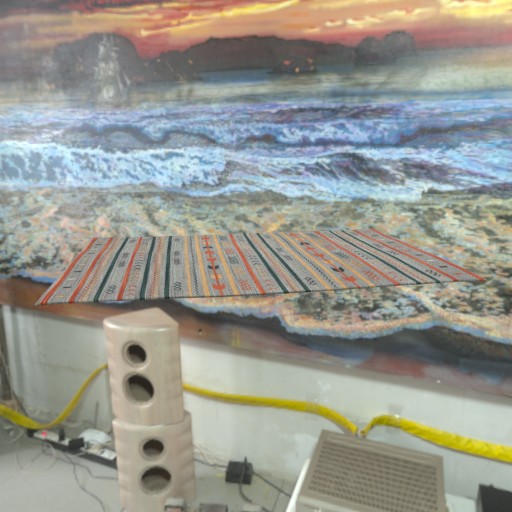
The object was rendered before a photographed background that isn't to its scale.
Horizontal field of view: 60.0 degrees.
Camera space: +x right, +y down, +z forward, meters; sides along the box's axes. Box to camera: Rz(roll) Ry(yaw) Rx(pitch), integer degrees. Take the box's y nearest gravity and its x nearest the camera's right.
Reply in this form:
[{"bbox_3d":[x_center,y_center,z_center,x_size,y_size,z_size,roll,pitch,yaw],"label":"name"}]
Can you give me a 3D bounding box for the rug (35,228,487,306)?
[{"bbox_3d":[0.000,0.000,3.070,2.439,0.029,1.537,-2,15,-10],"label":"rug"}]
